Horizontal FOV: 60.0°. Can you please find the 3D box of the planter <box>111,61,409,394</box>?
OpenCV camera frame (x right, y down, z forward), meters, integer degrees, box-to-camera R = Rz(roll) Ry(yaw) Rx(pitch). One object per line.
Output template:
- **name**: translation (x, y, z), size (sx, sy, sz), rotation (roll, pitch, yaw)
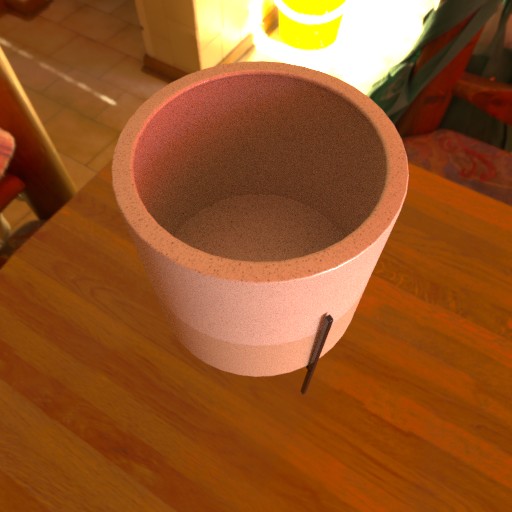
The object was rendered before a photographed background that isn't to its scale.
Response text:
- **planter**: translation (0.000, 0.000, 0.741), size (0.368, 0.484, 0.359), rotation (1, 59, 1)
